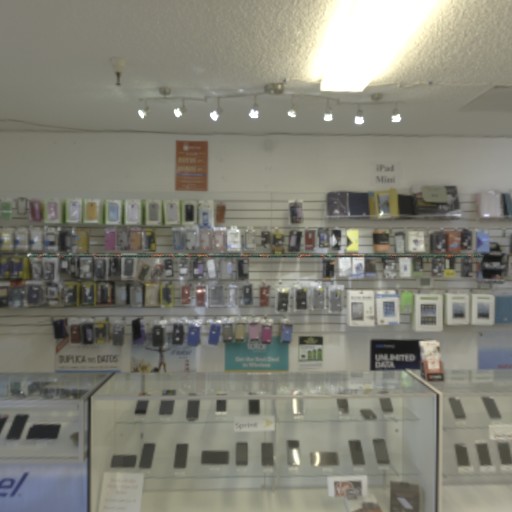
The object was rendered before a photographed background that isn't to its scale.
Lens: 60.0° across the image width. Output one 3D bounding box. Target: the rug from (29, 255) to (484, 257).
[{"bbox_3d":[0.000,0.000,2.546,2.286,0.013,0.686,0,0,0],"label":"rug"}]
